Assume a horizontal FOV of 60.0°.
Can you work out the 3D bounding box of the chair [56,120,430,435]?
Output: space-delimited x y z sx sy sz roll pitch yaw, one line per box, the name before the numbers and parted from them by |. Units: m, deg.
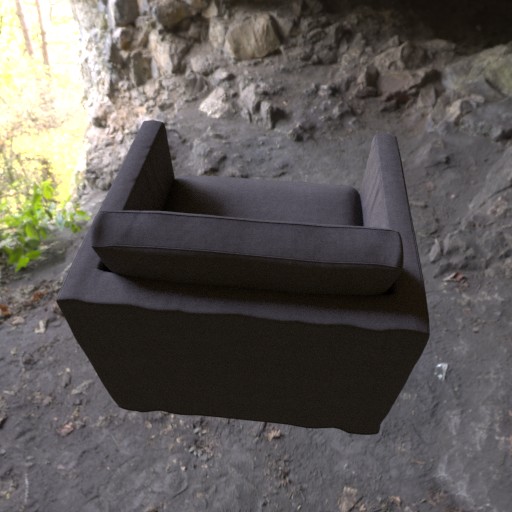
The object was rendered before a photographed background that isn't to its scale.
chair | 0.000 0.000 1.681 1.057 0.863 0.949 4 48 4
